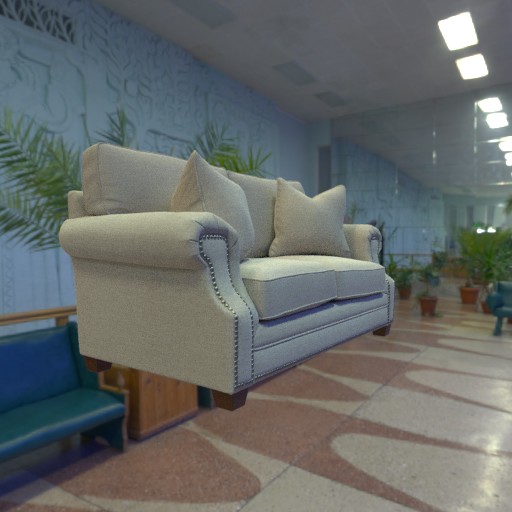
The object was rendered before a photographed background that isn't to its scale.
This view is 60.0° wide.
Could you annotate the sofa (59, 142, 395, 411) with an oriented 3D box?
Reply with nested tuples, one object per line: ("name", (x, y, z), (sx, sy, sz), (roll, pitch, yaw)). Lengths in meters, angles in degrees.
("sofa", (0.000, 0.000, 2.299), (0.966, 0.966, 1.701), (1, 2, 36))
